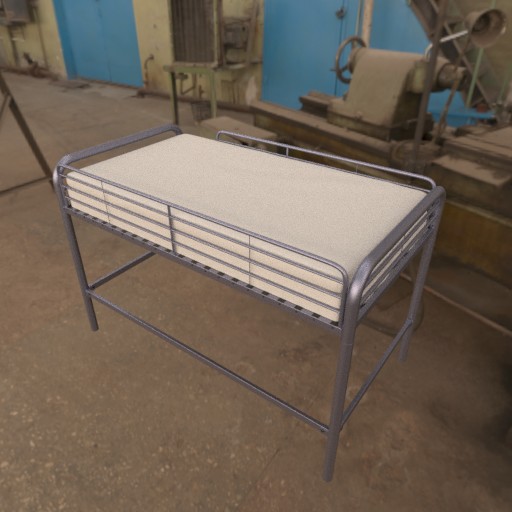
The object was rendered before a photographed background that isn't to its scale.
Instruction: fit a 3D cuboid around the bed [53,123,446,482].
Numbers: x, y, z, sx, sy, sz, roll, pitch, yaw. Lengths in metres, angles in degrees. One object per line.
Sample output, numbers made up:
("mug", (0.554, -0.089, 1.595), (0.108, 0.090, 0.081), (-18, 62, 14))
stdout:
("bed", (0.000, 0.000, 2.878), (1.965, 1.288, 1.415), (21, 38, 30))
